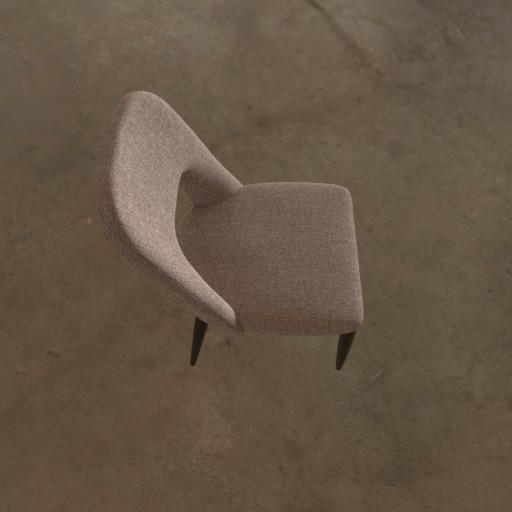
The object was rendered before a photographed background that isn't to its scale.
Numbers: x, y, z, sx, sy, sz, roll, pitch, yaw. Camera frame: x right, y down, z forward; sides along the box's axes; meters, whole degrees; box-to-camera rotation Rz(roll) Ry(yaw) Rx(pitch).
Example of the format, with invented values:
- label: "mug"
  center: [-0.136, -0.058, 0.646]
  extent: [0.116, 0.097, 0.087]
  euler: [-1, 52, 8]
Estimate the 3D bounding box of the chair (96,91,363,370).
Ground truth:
- label: "chair"
  center: [0.000, 0.000, 1.269]
  extent: [0.612, 0.931, 0.470]
  euler: [1, 62, 0]
